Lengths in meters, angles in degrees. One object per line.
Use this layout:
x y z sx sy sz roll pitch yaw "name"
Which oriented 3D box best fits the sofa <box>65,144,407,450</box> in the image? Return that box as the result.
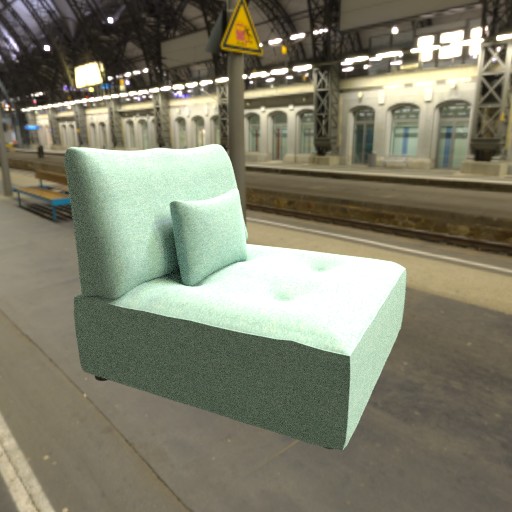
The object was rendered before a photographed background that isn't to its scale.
0.000 0.000 1.703 1.000 0.820 0.930 7 16 26 "sofa"
